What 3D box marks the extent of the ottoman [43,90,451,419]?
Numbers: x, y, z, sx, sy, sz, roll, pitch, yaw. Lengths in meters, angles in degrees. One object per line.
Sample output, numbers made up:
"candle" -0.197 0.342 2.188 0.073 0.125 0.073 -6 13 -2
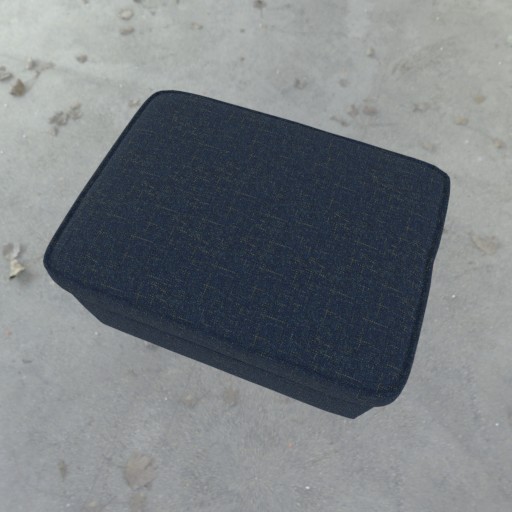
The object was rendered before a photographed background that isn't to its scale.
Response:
"ottoman" 0.000 0.000 1.084 0.749 0.450 0.549 19 65 9
